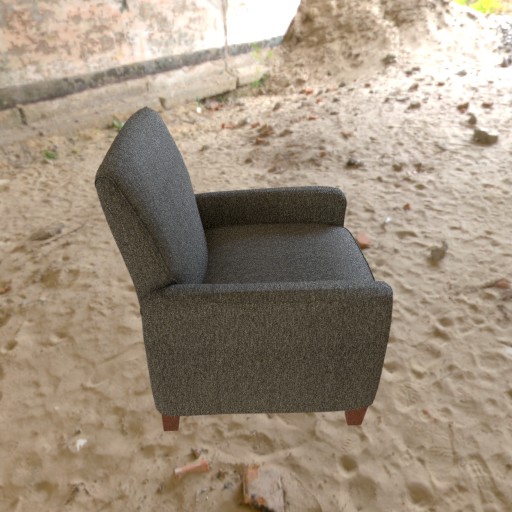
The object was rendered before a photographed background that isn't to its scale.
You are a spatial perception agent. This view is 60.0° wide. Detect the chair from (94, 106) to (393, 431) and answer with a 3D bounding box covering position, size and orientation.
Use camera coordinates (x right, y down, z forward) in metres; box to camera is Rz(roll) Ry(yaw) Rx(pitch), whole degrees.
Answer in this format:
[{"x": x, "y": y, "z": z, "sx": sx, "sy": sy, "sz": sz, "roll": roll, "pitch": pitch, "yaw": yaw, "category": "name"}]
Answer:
[{"x": 0.000, "y": 0.000, "z": 1.658, "sx": 0.864, "sy": 1.014, "sz": 0.848, "roll": -1, "pitch": 32, "yaw": -2, "category": "chair"}]
